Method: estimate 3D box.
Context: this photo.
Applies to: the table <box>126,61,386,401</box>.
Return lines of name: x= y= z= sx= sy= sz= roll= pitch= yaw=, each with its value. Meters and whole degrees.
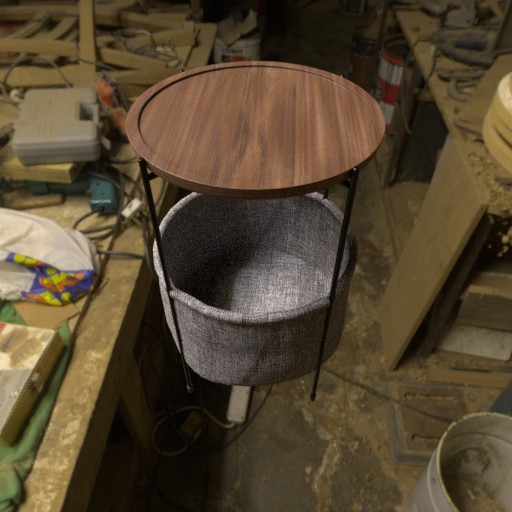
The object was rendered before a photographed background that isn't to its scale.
table: x=0.000 y=0.000 z=0.892 sx=0.400 sy=0.623 sz=0.400 roll=3 pitch=45 yaw=3
